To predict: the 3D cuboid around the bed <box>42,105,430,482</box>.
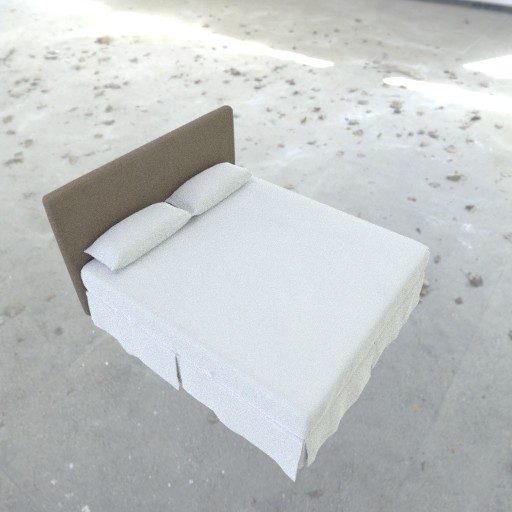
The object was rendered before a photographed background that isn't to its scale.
[{"bbox_3d":[0.000,0.000,3.618,2.341,1.317,2.119,27,48,27],"label":"bed"}]
